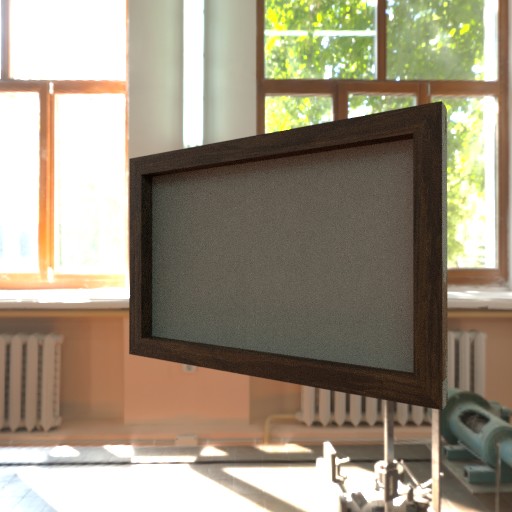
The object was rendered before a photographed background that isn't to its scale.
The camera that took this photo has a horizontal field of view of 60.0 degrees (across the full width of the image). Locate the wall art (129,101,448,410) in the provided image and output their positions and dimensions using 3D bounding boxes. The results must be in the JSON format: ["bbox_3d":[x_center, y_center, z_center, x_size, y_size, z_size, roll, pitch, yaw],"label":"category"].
[{"bbox_3d":[0.000,0.000,0.763,0.609,0.405,0.035,0,0,34],"label":"wall art"}]
